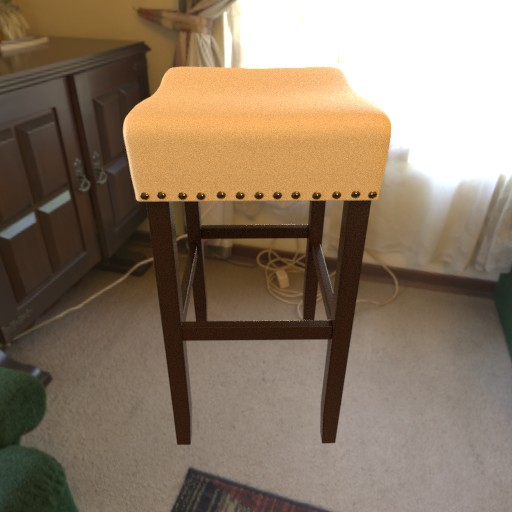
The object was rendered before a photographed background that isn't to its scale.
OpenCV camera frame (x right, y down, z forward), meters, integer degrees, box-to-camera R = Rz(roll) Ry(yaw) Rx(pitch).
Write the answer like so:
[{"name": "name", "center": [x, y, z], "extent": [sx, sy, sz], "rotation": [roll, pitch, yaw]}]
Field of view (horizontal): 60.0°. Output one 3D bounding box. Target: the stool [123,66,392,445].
[{"name": "stool", "center": [0.000, 0.000, 1.032], "extent": [0.401, 0.762, 0.471], "rotation": [0, 32, -1]}]
